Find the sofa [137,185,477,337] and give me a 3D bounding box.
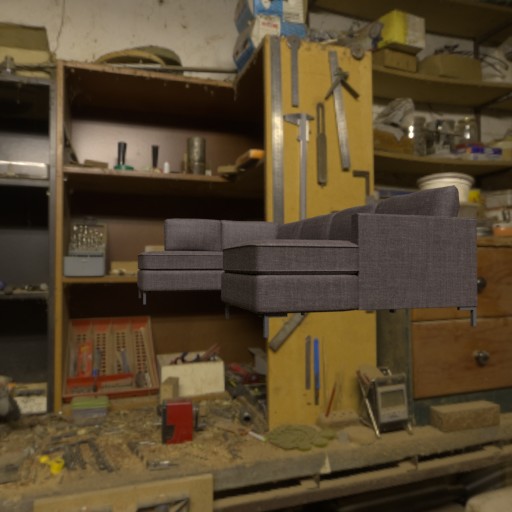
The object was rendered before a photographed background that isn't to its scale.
[{"bbox_3d":[0.000,0.000,4.252,2.048,0.999,3.423,0,-1,-18],"label":"sofa"}]
